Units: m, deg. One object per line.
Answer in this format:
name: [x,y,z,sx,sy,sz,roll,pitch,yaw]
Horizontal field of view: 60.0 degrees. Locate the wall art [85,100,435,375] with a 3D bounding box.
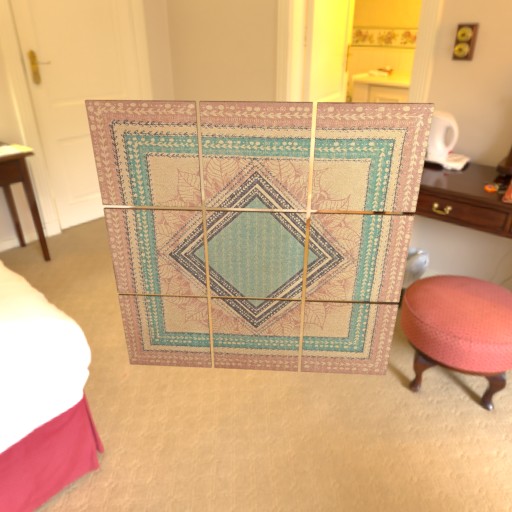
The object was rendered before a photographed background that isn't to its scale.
wall art: [0.000,0.000,1.824,1.215,1.213,0.013,2,28,3]
